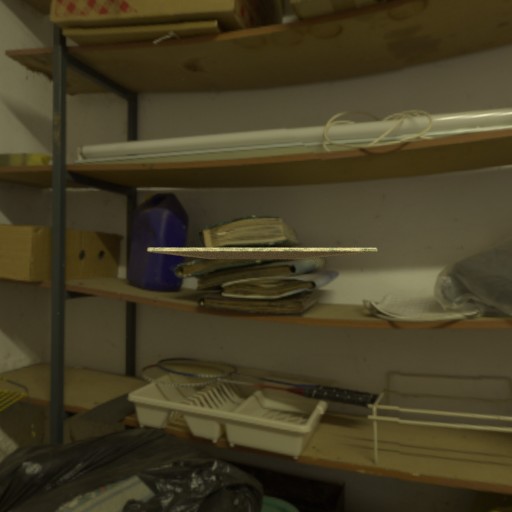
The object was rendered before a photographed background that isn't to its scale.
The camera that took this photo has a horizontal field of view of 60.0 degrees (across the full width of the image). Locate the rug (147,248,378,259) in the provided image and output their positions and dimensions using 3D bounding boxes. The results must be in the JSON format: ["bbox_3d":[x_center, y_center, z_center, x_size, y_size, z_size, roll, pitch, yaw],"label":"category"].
[{"bbox_3d":[0.000,0.000,2.465,0.700,0.014,2.290,0,-1,-1],"label":"rug"}]
